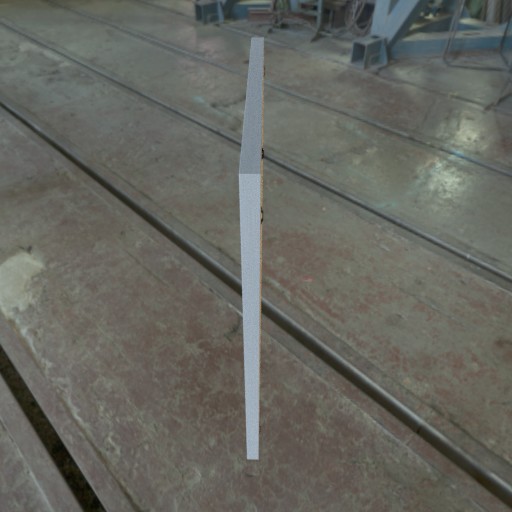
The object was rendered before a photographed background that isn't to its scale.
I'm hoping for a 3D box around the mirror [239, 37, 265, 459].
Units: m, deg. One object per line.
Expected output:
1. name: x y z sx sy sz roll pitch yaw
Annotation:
1. mirror: 0.000 0.000 1.332 0.040 1.016 0.762 1 41 1
